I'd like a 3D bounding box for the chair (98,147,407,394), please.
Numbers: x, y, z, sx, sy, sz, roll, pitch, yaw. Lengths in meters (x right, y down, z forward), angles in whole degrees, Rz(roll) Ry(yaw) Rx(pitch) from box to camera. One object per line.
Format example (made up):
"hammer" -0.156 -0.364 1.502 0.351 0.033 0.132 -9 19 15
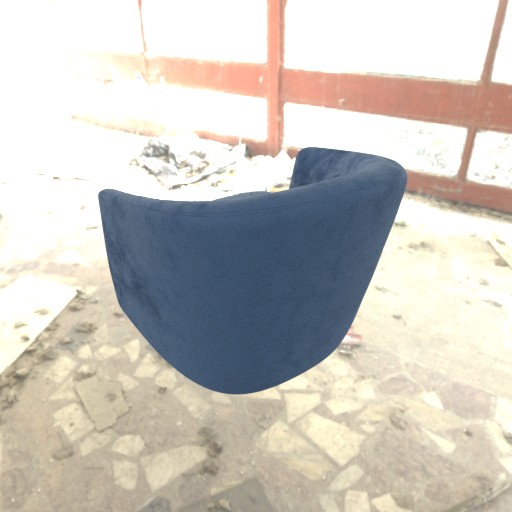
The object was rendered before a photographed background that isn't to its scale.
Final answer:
"chair" 0.000 0.000 1.379 0.773 0.698 0.767 -19 35 -29
